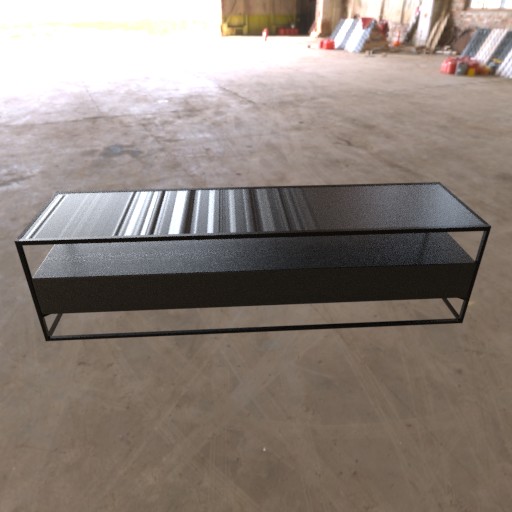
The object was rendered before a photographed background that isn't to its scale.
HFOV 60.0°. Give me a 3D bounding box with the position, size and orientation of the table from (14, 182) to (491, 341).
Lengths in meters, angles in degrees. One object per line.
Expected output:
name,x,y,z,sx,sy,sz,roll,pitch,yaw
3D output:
table,0.000,0.000,1.649,1.486,0.395,0.399,-2,30,-3
